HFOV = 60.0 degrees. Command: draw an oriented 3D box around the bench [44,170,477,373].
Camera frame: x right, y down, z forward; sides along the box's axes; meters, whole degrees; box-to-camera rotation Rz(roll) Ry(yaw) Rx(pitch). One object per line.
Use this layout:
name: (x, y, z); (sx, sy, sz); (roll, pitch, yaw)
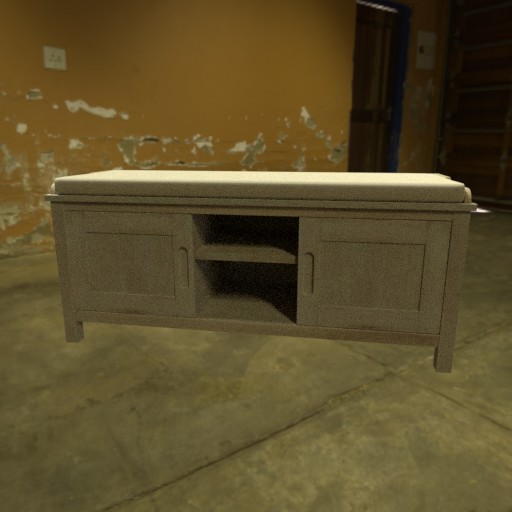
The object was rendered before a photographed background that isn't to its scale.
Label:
bench: (0.000, 0.000, 1.391); (1.140, 0.501, 0.398); (2, 15, 9)
